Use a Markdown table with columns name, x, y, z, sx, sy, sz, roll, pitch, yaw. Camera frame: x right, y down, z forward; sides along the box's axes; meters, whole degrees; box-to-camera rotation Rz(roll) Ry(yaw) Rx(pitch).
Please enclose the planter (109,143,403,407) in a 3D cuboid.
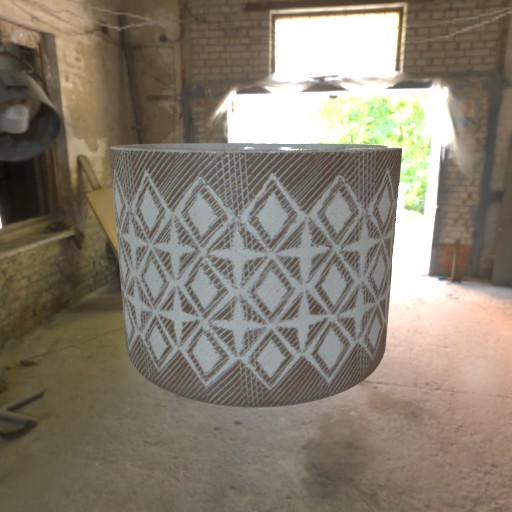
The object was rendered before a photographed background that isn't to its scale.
| name | x | y | z | sx | sy | sz | roll | pitch | yaw |
| --- | --- | --- | --- | --- | --- | --- | --- | --- | --- |
| planter | 0.000 | 0.000 | 0.214 | 0.126 | 0.104 | 0.126 | 0 | 15 | 0 |
